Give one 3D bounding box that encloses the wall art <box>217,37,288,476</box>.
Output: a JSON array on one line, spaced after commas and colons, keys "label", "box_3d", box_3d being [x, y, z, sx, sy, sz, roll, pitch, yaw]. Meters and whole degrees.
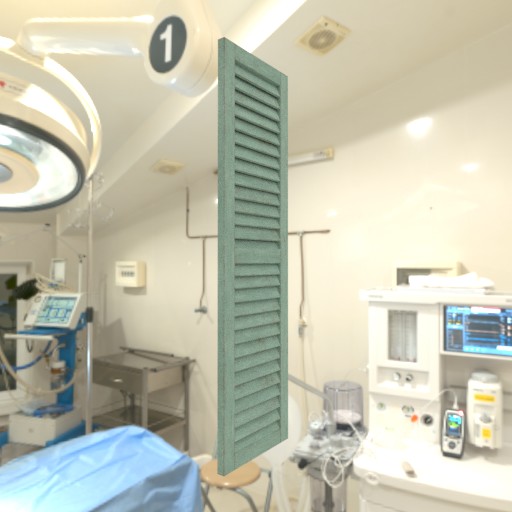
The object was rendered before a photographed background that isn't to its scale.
[{"label": "wall art", "box_3d": [0.000, 0.000, 1.367, 0.025, 1.219, 0.329, -1, -1, 37]}]
